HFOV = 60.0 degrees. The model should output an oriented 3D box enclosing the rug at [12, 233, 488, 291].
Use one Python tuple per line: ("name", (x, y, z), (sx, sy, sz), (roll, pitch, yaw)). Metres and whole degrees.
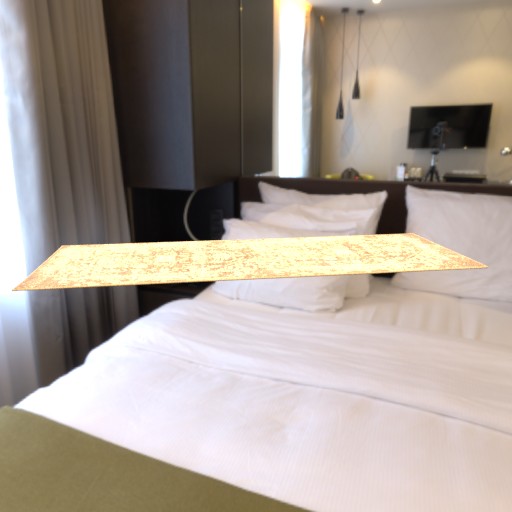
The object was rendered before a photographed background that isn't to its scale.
("rug", (0.000, 0.000, 2.658), (2.452, 0.017, 0.855), (-2, 16, -8))
